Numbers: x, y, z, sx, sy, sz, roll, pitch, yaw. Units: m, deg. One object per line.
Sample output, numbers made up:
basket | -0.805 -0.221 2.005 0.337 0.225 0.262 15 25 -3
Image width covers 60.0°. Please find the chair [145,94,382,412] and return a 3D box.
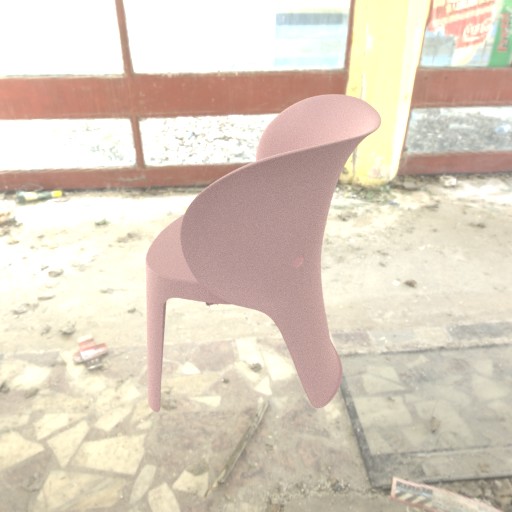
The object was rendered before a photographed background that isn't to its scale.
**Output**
chair | 0.000 0.000 0.866 0.402 0.554 0.451 8 31 13
